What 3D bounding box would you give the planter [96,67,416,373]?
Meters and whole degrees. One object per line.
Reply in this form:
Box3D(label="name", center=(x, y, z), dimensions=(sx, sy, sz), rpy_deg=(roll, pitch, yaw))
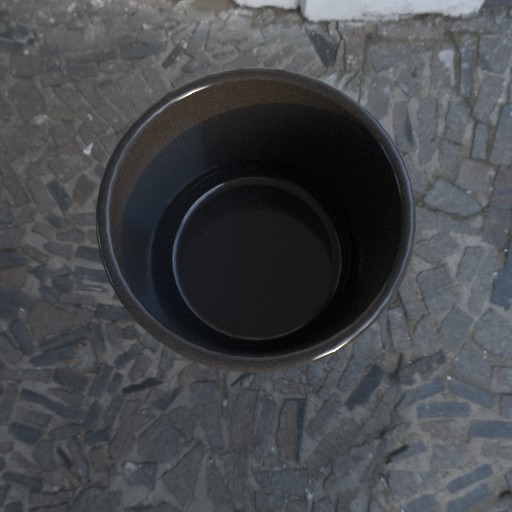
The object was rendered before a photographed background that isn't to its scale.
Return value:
Box3D(label="planter", center=(0.000, 0.000, 0.397), dimensions=(0.196, 0.264, 0.196), rpy_deg=(17, 77, 4))
